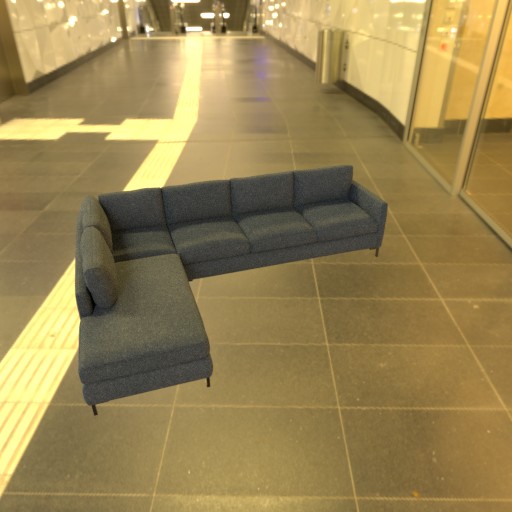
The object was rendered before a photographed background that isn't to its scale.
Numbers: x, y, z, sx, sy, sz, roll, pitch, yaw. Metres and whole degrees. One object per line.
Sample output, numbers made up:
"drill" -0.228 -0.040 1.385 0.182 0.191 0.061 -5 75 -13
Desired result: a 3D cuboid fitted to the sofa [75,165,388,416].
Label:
"sofa" 0.000 0.000 3.868 2.949 0.815 2.007 -10 32 -16
